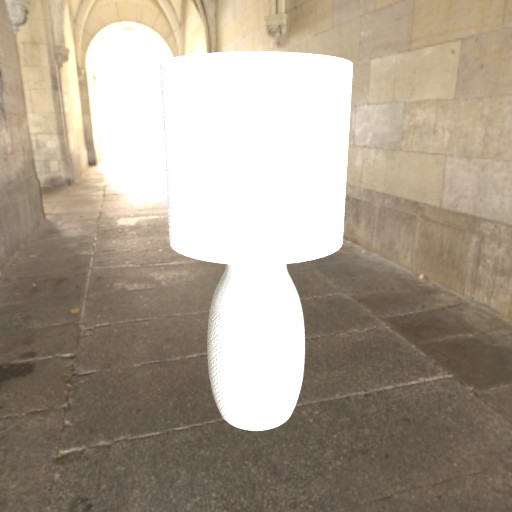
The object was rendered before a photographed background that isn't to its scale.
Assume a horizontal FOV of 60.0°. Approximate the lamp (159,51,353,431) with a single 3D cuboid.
[{"bbox_3d":[0.000,0.000,0.572,0.217,0.453,0.217,9,19,27],"label":"lamp"}]
